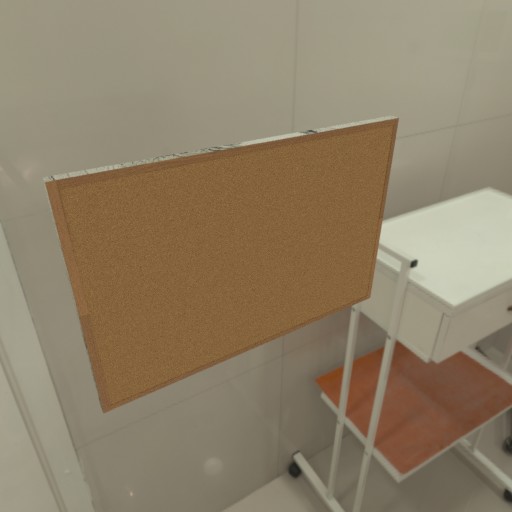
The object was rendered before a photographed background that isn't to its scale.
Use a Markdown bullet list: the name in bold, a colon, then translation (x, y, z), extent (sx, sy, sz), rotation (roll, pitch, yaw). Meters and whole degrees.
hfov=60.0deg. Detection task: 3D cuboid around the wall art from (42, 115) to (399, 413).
- **wall art**: translation (0.000, 0.000, 1.459), extent (1.141, 0.758, 0.035), rotation (-18, 35, -28)
